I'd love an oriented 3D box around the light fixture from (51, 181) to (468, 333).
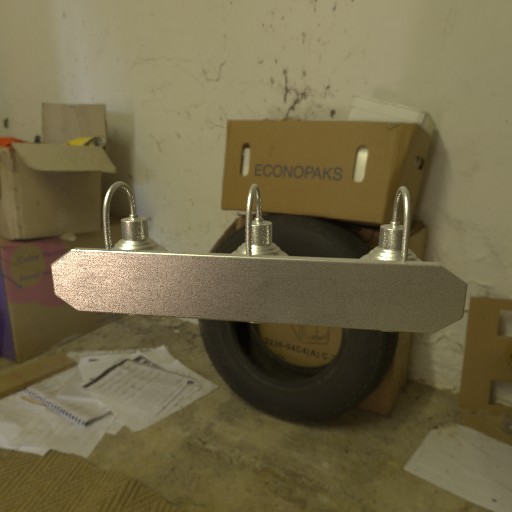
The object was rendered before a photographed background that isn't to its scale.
[{"bbox_3d":[0.000,0.000,0.775,0.634,0.254,0.229,2,16,8],"label":"light fixture"}]
